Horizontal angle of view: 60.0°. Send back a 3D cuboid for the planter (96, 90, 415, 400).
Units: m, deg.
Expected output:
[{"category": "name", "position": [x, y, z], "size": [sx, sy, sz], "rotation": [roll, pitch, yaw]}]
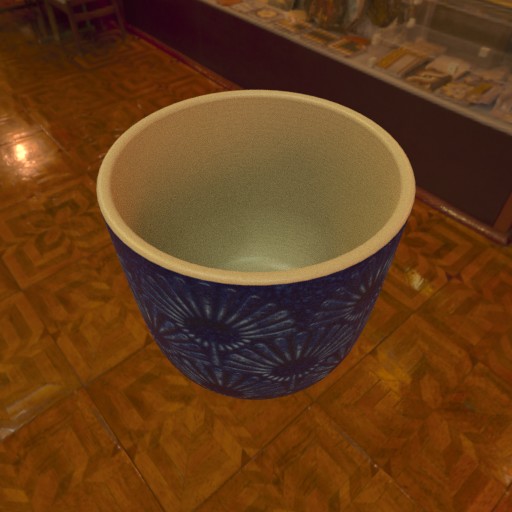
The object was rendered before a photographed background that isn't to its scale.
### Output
[{"category": "planter", "position": [0.000, 0.000, 0.216], "size": [0.124, 0.109, 0.124], "rotation": [0, 47, 0]}]
